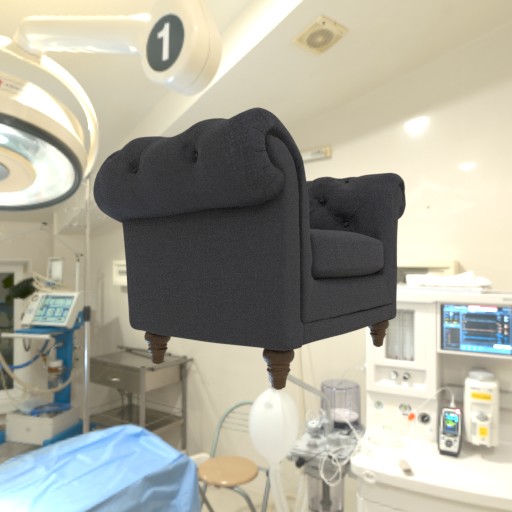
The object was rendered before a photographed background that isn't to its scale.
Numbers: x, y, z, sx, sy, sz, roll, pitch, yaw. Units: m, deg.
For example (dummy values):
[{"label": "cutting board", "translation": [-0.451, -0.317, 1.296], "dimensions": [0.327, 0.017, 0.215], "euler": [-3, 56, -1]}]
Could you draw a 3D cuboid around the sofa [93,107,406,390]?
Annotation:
[{"label": "sofa", "translation": [0.000, 0.000, 2.042], "dimensions": [1.032, 0.878, 1.405], "euler": [0, -1, 36]}]
